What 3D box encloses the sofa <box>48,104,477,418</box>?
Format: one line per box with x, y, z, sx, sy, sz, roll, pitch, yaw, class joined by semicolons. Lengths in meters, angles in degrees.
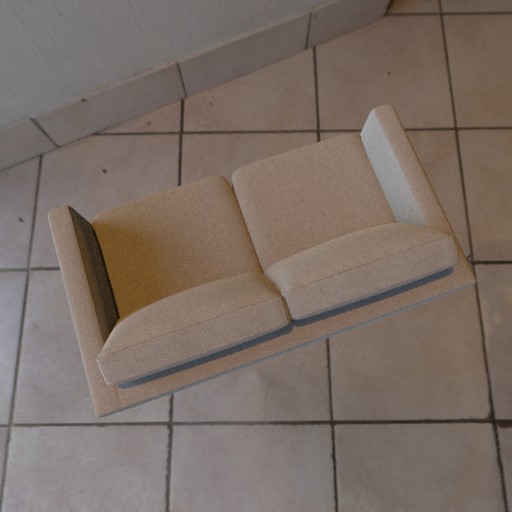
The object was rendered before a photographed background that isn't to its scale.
0.000;0.000;2.253;1.731;0.900;1.000;-19;77;-5;sofa
